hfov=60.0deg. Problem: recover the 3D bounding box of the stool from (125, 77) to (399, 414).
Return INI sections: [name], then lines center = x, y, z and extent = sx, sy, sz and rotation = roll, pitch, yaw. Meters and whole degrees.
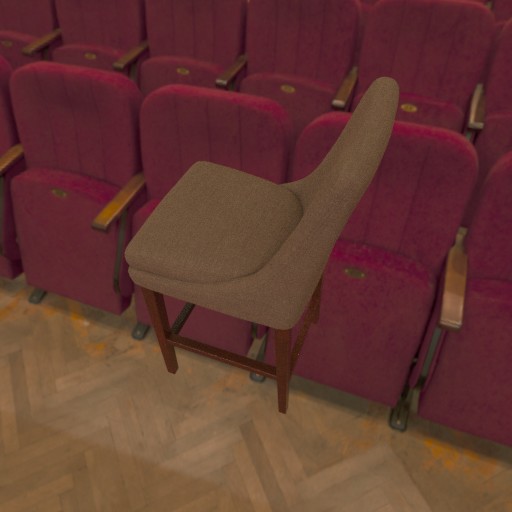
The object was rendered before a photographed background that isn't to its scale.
[stool]
center = 0.000, 0.000, 1.292
extent = 0.577, 0.981, 0.470
rotation = 16, 48, 14
